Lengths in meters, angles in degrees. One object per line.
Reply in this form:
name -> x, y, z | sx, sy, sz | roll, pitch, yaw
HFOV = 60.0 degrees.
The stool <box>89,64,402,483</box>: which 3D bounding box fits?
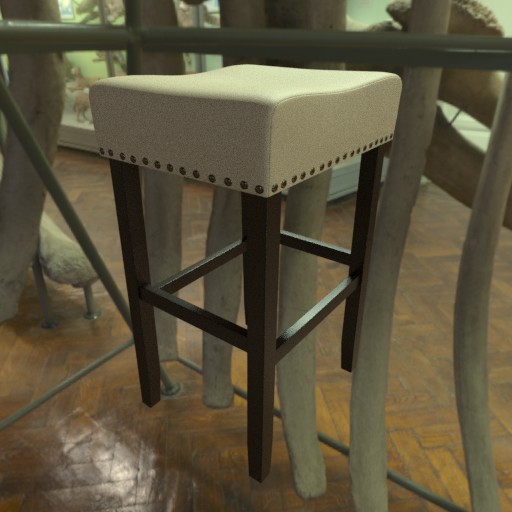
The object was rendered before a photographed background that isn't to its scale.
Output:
stool -> 0.000, 0.000, 1.000 | 0.401, 0.762, 0.471 | 19, 33, 32
